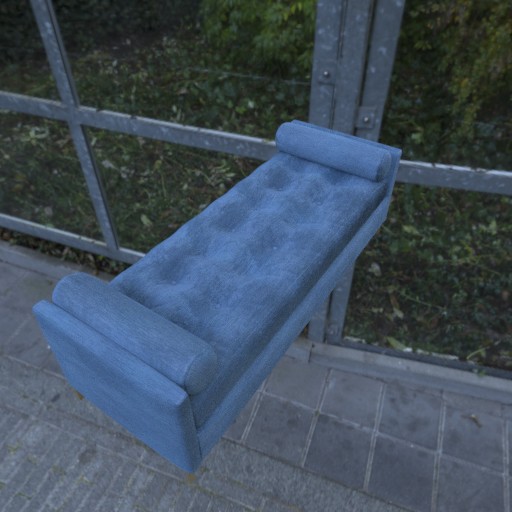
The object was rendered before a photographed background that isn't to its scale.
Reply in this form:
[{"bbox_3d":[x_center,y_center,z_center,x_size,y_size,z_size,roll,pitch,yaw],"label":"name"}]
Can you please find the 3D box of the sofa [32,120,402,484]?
[{"bbox_3d":[0.000,0.000,2.433,0.796,0.705,2.102,24,47,25],"label":"sofa"}]
